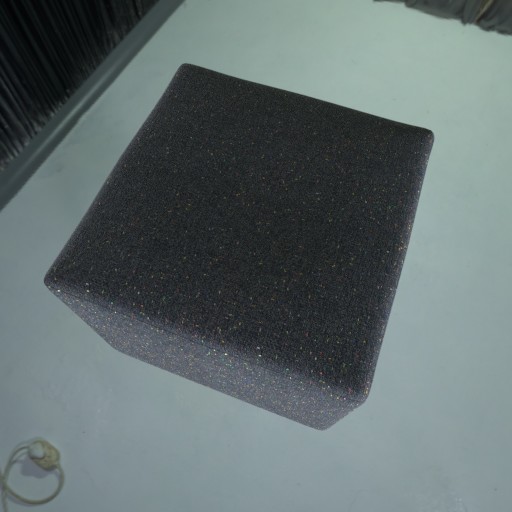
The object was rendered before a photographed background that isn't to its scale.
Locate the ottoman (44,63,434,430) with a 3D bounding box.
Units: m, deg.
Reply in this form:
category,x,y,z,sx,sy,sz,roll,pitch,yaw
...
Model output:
category,x,y,z,sx,sy,sz,roll,pitch,yaw
ottoman,0.000,0.000,0.888,0.508,0.432,0.508,19,65,9
